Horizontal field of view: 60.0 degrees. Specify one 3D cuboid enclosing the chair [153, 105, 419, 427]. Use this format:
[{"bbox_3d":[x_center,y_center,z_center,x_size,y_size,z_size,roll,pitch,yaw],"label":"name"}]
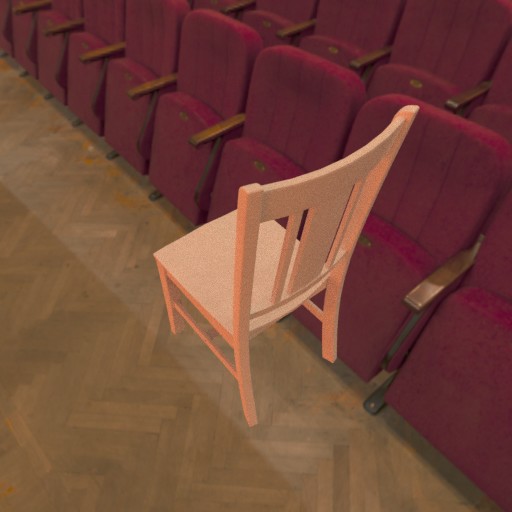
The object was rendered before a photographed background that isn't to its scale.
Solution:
[{"bbox_3d":[0.000,0.000,1.303,0.450,0.998,0.555,-30,53,-26],"label":"chair"}]
